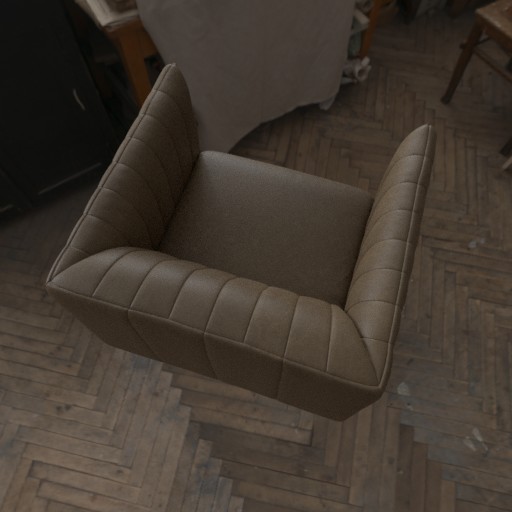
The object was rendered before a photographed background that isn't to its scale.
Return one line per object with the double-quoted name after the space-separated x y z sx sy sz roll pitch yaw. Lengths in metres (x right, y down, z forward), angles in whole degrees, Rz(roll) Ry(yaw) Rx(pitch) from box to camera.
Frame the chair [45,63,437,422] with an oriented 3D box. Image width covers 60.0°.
0.000 0.000 1.596 0.981 0.779 0.876 16 66 8 "chair"
